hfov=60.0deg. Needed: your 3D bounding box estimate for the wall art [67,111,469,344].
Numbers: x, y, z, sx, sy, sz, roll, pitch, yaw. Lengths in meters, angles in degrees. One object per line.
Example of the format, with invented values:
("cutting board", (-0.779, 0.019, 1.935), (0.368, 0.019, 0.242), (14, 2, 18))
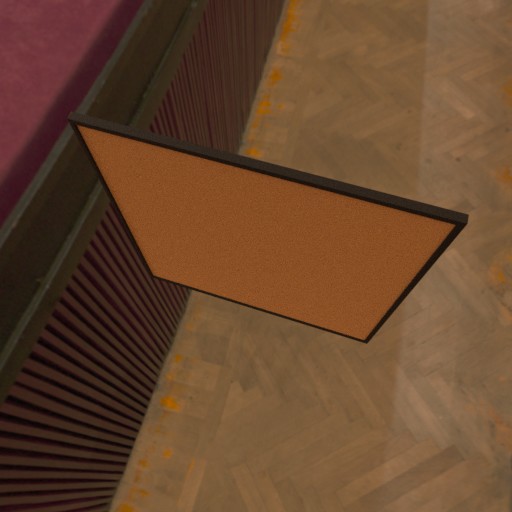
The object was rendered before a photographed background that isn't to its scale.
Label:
("wall art", (0.000, 0.000, 0.691), (0.458, 0.457, 0.013), (16, 65, 8))
